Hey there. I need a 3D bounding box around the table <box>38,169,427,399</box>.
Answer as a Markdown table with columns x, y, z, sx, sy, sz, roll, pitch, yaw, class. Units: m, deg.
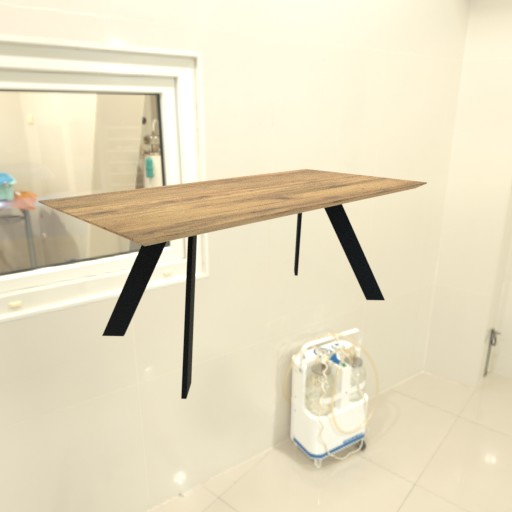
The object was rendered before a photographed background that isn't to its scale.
| x | y | z | sx | sy | sz | roll | pitch | yaw | class |
| --- | --- | --- | --- | --- | --- | --- | --- | --- | --- |
| 0.000 | 0.000 | 2.598 | 2.000 | 0.770 | 1.000 | -16 | 23 | -40 | table |
